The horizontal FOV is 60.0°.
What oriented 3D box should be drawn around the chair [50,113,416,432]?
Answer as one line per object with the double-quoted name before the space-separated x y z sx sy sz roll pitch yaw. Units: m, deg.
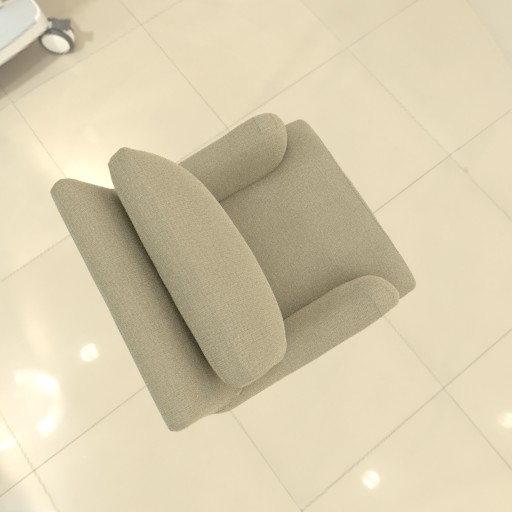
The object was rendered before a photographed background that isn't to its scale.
"chair" 0.000 0.000 1.856 1.070 1.038 0.955 -30 77 -7
